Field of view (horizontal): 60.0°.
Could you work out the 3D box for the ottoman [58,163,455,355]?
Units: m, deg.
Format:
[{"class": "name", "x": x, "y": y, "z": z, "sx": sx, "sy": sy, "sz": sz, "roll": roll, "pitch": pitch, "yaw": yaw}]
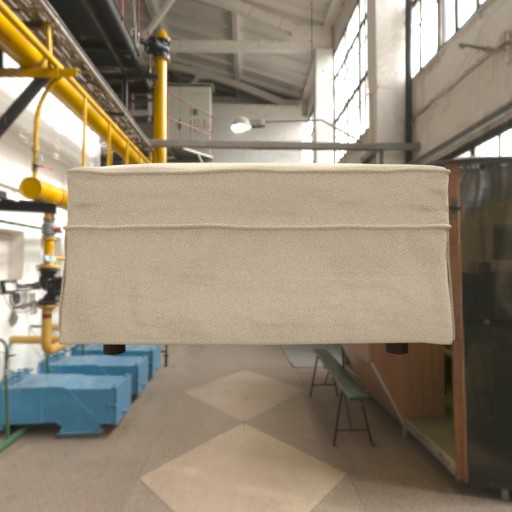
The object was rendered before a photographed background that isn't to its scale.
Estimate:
[{"class": "ottoman", "x": 0.000, "y": 0.000, "z": 1.336, "sx": 0.944, "sy": 0.479, "sz": 0.703, "roll": 0, "pitch": -1, "yaw": -1}]
